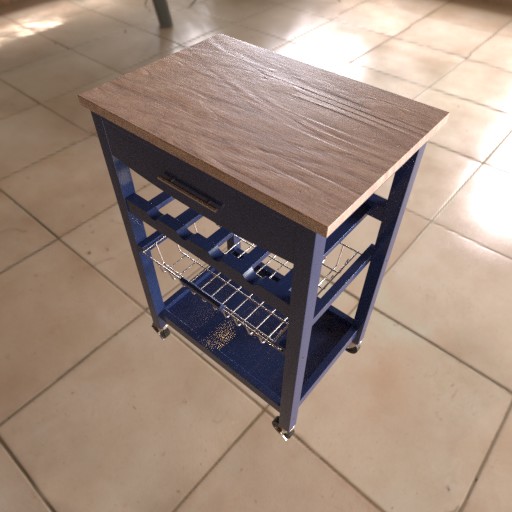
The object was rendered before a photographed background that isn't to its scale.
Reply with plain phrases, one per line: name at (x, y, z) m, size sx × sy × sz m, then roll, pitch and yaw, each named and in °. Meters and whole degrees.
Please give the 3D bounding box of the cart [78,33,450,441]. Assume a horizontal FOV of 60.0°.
cart at (0.000, 0.000, 1.135) m, size 0.584 × 0.839 × 0.403 m, roll 32°, pitch 55°, yaw 26°
